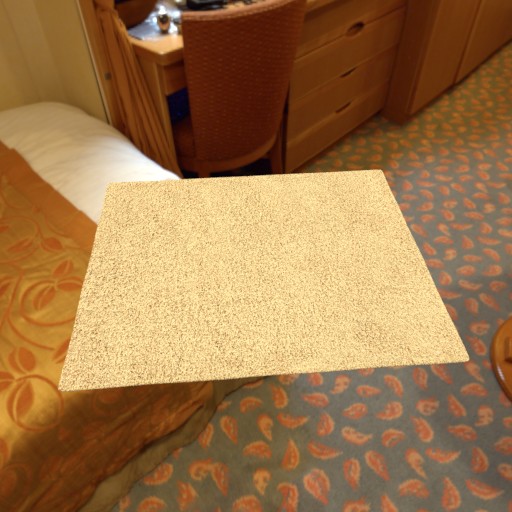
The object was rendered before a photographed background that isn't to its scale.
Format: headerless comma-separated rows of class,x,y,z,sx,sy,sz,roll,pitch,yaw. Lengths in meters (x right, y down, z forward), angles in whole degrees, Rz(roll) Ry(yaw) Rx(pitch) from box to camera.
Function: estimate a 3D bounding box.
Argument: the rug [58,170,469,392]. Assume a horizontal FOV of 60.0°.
rug,0.000,0.000,4.088,3.047,0.029,2.438,-3,47,-3
